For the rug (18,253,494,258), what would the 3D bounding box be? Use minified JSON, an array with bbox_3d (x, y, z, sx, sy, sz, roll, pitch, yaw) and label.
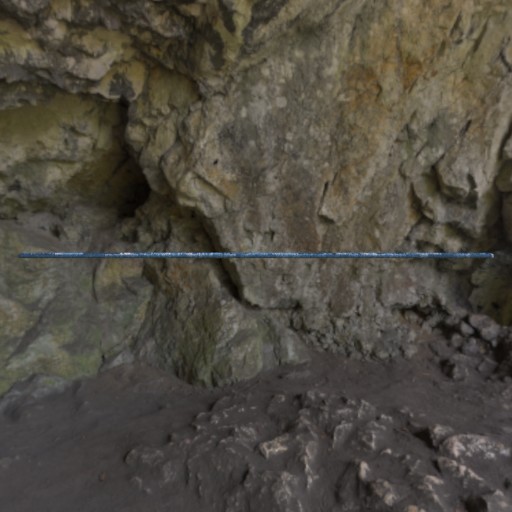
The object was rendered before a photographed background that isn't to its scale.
[{"bbox_3d":[0.000,0.000,3.020,2.450,0.027,1.540,0,0,-1],"label":"rug"}]
